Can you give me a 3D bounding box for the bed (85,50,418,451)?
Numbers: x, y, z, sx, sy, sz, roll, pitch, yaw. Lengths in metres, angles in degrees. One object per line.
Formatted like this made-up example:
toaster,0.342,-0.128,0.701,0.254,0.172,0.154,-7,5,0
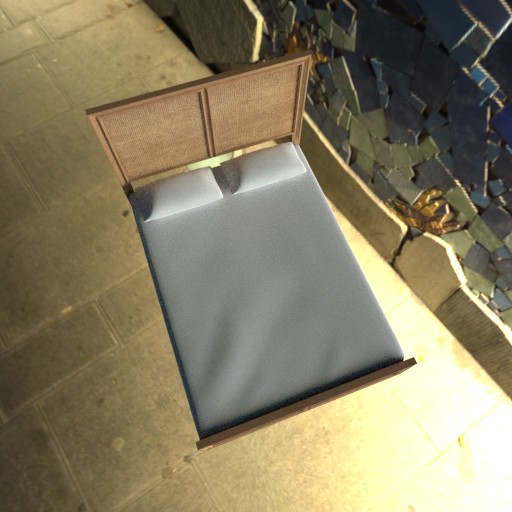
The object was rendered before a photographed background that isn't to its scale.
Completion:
bed,0.000,0.000,3.251,1.606,1.387,2.184,-19,67,-8
